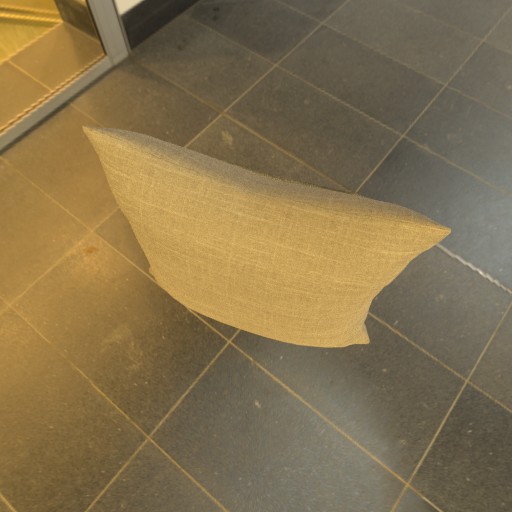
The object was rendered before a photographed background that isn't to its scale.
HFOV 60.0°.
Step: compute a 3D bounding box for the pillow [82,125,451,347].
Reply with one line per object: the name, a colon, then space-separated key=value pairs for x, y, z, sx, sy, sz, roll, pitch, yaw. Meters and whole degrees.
pillow: x=0.000 y=0.000 z=0.641 sx=0.424 sy=0.400 sz=0.169 roll=17 pitch=65 yaw=8
